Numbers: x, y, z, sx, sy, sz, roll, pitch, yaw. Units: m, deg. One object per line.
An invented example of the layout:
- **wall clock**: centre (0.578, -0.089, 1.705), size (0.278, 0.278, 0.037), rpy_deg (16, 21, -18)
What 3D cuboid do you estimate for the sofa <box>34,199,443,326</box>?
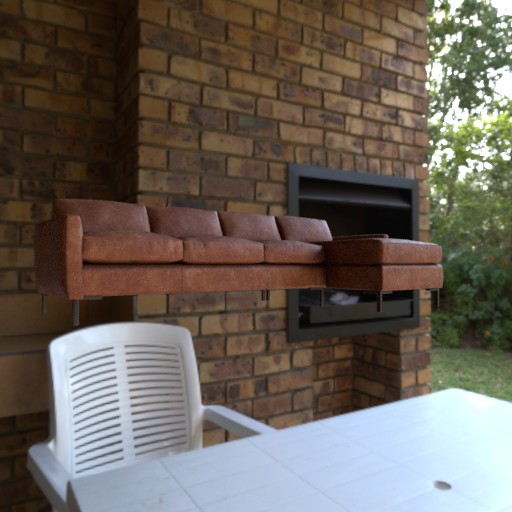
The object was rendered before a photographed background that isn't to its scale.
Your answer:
- **sofa**: centre (0.000, 0.000, 3.535), size (2.993, 0.859, 1.471), rpy_deg (1, -1, -36)
